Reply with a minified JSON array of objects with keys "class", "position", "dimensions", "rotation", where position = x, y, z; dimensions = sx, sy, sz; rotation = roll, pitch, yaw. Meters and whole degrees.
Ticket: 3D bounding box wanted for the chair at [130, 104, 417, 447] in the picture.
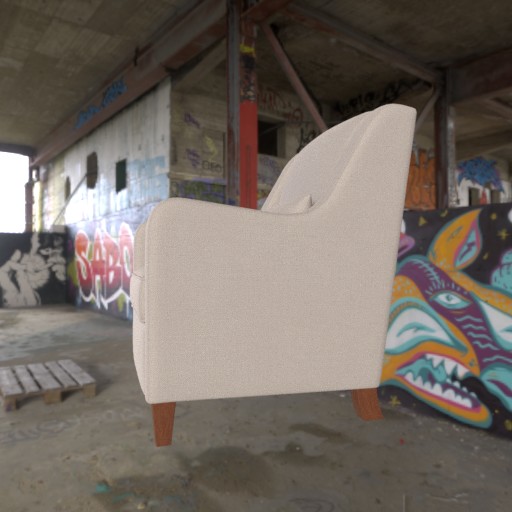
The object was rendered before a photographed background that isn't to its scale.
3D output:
[{"class":"chair","position":[0.000,0.000,1.604],"dimensions":[0.863,1.010,0.715],"rotation":[0,-1,-18]}]
